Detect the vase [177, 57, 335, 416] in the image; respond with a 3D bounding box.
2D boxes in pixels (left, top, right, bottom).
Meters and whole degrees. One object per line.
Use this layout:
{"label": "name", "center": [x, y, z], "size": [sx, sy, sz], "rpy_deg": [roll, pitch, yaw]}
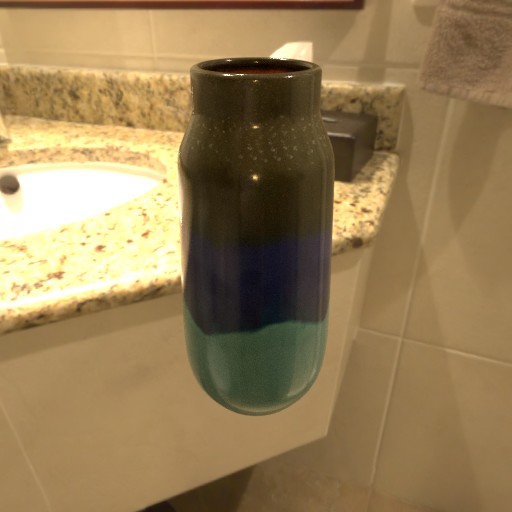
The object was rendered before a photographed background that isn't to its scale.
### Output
{"label": "vase", "center": [0.000, 0.000, 0.391], "size": [0.139, 0.313, 0.139], "rpy_deg": [0, 31, 0]}
